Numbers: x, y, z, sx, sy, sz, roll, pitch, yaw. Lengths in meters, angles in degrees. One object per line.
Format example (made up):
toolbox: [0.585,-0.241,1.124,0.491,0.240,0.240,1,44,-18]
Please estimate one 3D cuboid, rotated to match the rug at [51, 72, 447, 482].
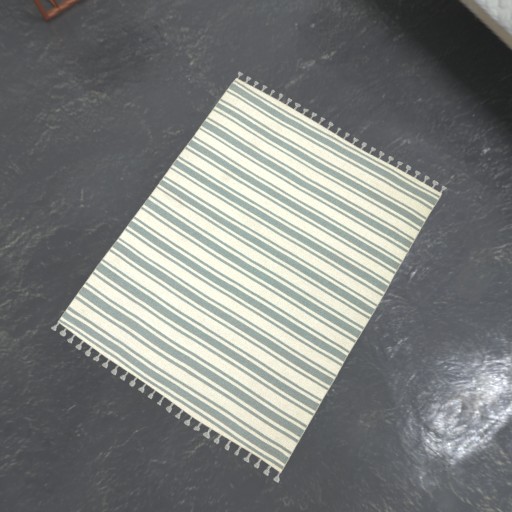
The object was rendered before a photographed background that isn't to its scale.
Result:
rug: [0.000,0.000,4.207,2.439,0.005,3.201,32,79,7]
